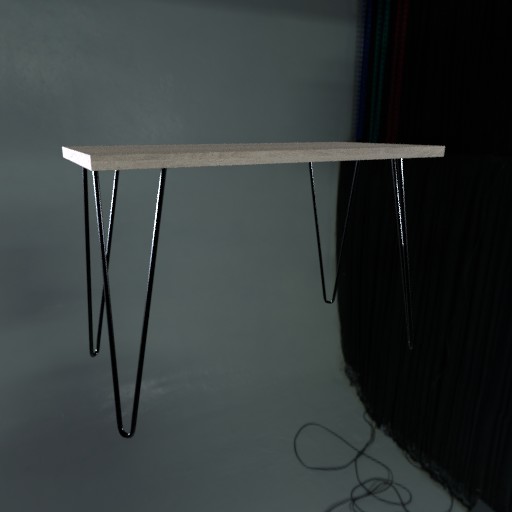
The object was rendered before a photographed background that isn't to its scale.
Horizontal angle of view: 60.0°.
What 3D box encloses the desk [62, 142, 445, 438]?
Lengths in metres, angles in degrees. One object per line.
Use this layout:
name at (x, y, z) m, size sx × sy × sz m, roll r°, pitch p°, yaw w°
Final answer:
desk at (0.000, 0.000, 1.374) m, size 0.991 × 0.660 × 0.499 m, roll -8°, pitch 18°, yaw -27°
